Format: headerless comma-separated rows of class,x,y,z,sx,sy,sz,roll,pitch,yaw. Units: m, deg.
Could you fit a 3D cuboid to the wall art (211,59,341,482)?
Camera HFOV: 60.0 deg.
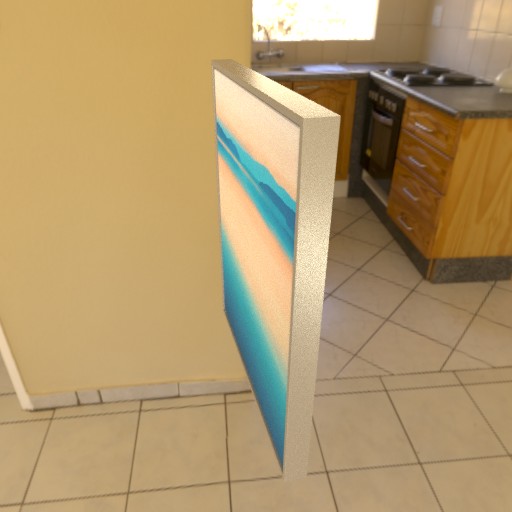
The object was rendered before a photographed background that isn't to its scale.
wall art,0.000,0.000,0.739,0.037,0.554,0.453,-8,31,-14
